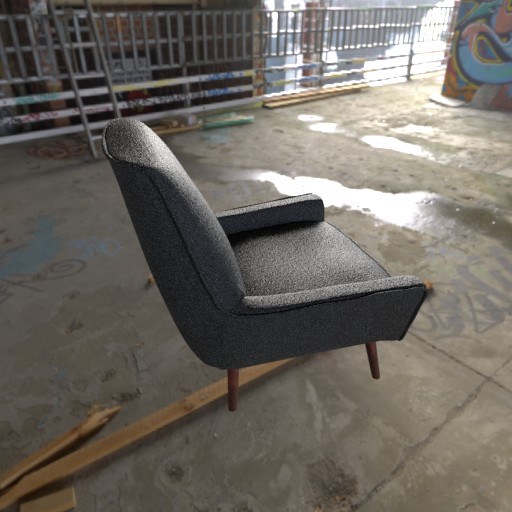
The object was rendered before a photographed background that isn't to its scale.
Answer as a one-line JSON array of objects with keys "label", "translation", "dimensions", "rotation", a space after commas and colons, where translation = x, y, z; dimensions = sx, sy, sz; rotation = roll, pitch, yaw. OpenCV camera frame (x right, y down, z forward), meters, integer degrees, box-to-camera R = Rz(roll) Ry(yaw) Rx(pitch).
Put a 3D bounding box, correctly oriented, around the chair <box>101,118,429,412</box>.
[{"label": "chair", "translation": [0.000, 0.000, 1.498], "dimensions": [0.859, 0.883, 0.763], "rotation": [-10, 32, -16]}]
